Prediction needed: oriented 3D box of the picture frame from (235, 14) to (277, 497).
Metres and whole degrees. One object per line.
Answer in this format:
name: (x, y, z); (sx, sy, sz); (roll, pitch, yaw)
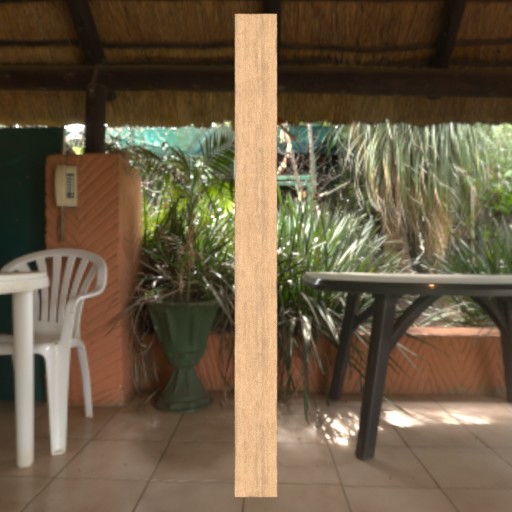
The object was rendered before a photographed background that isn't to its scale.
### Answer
picture frame: (0.000, 0.000, 0.693); (0.046, 0.526, 0.421); (0, 0, 0)
